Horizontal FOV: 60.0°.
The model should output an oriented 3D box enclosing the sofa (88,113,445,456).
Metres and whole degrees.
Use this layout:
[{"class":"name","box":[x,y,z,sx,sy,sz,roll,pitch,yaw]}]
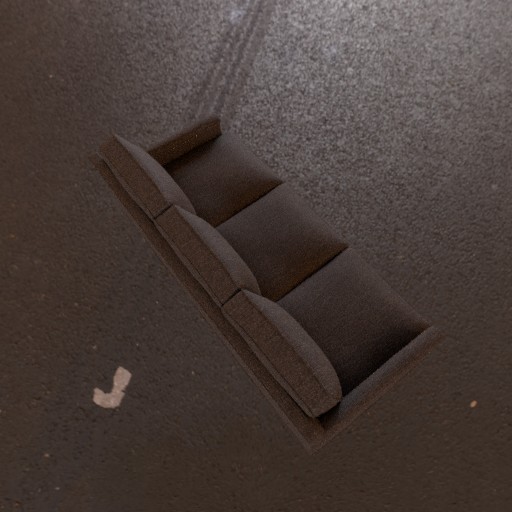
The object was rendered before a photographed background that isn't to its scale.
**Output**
[{"class":"sofa","box":[0.000,0.000,2.856,1.084,1.003,2.246,-34,65,-18]}]
